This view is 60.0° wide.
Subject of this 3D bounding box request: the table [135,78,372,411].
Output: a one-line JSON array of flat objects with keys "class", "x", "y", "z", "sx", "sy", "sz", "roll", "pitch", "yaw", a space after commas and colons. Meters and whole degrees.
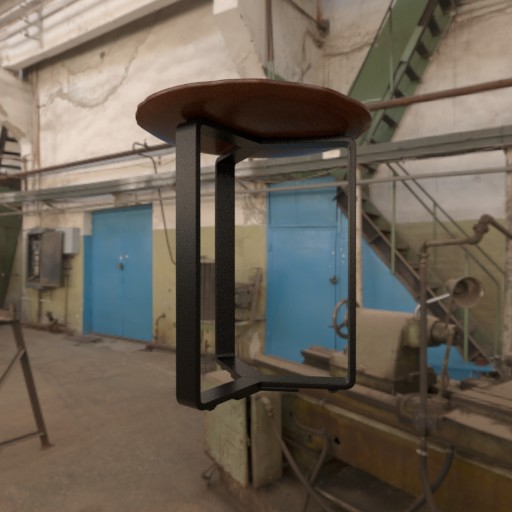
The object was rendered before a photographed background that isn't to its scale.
[{"class": "table", "x": 0.000, "y": 0.000, "z": 0.760, "sx": 0.380, "sy": 0.450, "sz": 0.410, "roll": 0, "pitch": 1, "yaw": 37}]
